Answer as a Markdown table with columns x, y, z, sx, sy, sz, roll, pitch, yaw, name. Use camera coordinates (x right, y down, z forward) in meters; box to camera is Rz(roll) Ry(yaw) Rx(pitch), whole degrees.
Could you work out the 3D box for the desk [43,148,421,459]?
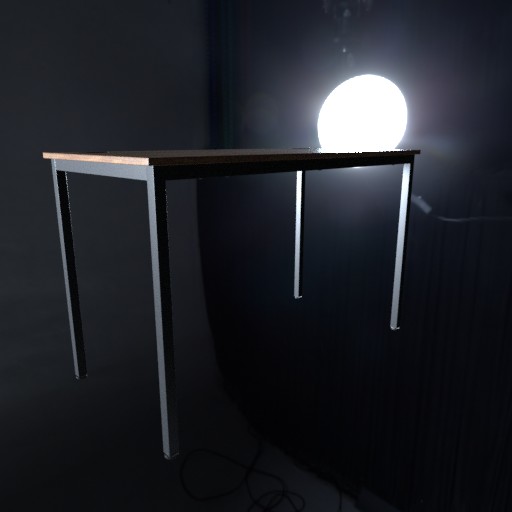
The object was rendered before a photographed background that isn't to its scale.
| x | y | z | sx | sy | sz | roll | pitch | yaw | name |
| --- | --- | --- | --- | --- | --- | --- | --- | --- | --- |
| 0.000 | 0.000 | 1.616 | 1.200 | 0.749 | 0.600 | -14 | 20 | -42 | desk |
